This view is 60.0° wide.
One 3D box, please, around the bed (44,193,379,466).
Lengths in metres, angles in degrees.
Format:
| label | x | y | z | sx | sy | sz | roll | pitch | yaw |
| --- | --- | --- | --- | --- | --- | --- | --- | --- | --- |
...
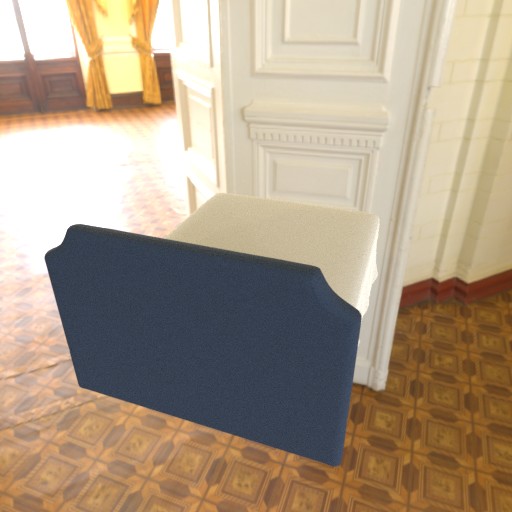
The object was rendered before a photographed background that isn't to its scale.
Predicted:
| label | x | y | z | sx | sy | sz | roll | pitch | yaw |
| --- | --- | --- | --- | --- | --- | --- | --- | --- | --- |
| bed | 0.000 | 0.000 | 3.408 | 1.831 | 1.297 | 2.260 | 10 | 32 | 17 |
